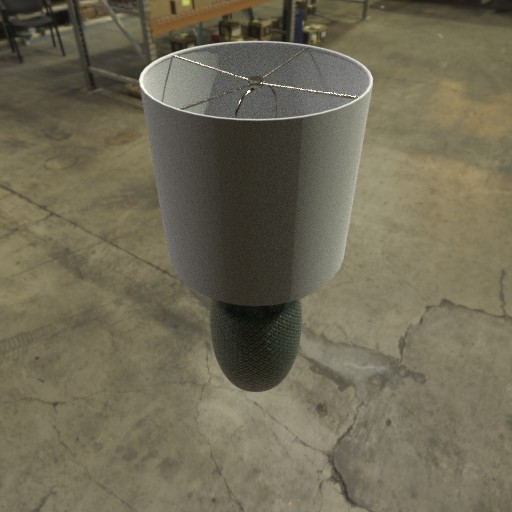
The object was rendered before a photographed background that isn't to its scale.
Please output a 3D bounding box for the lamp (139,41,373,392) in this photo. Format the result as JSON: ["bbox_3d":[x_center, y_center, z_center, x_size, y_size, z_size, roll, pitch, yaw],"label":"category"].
[{"bbox_3d":[0.000,0.000,0.564,0.217,0.453,0.217,24,46,26],"label":"lamp"}]
